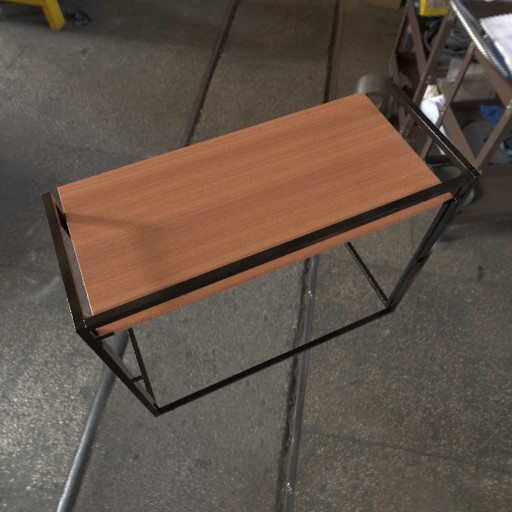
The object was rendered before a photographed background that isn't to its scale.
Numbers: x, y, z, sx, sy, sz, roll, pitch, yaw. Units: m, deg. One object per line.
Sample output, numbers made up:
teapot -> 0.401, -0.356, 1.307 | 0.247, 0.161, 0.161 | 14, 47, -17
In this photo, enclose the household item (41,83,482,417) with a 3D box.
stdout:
household item -> 0.000, 0.000, 1.515 | 1.050, 0.860, 0.510 | -21, 61, -12
